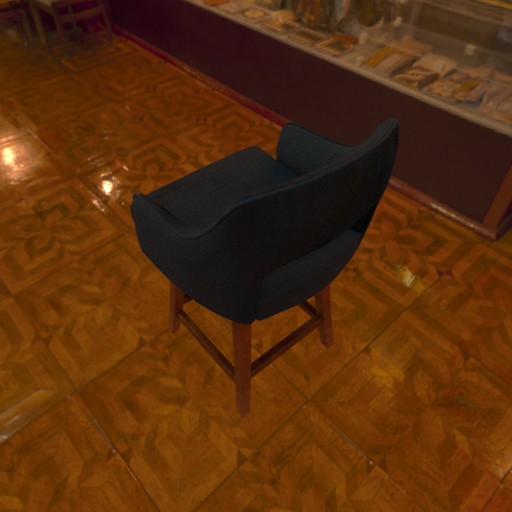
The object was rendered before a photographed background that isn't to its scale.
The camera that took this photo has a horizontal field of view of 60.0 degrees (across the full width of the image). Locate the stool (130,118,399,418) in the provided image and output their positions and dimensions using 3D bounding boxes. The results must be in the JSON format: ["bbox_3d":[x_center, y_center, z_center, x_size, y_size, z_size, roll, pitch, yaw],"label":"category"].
[{"bbox_3d":[0.000,0.000,1.271,0.550,0.940,0.560,-32,55,-26],"label":"stool"}]
